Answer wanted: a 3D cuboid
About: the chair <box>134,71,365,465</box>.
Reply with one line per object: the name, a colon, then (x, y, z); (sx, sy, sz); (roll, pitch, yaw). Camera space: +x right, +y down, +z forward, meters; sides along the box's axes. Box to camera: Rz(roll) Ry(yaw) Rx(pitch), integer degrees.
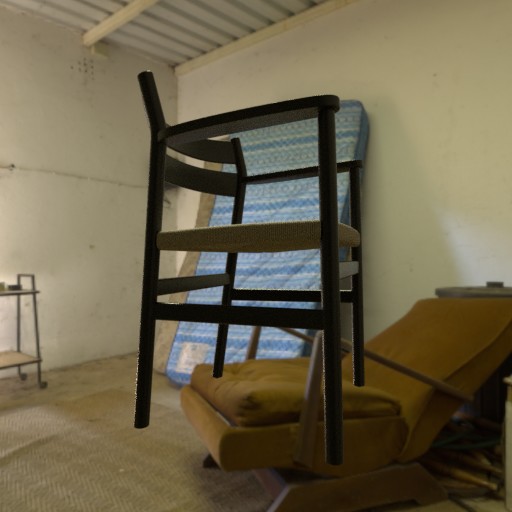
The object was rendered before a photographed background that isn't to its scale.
chair: (0.000, 0.000, 1.143); (0.508, 0.775, 0.630); (0, 0, 18)
